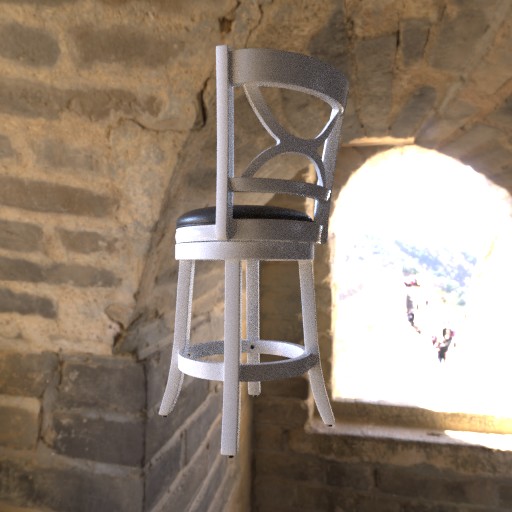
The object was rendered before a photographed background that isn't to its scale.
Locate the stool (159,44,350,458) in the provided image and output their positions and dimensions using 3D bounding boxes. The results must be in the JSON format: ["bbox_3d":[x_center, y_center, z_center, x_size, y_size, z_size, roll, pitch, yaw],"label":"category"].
[{"bbox_3d":[0.000,0.000,1.252,0.444,0.953,0.508,1,-2,-37],"label":"stool"}]
